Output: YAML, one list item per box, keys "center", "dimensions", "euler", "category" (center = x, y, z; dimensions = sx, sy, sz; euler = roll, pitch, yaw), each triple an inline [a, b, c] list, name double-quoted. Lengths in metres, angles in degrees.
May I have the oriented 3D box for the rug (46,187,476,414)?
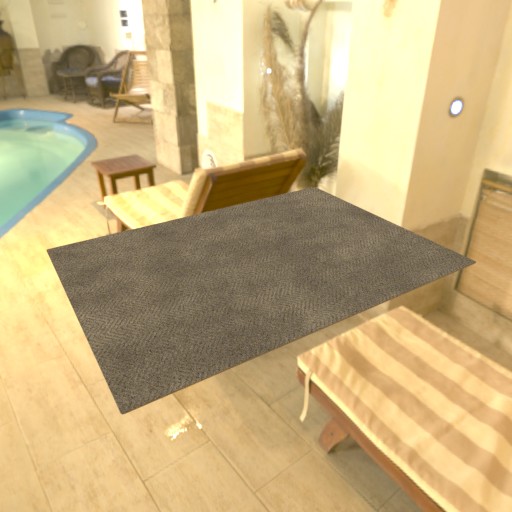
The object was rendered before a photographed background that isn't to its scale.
- center: [0.000, 0.000, 2.826]
  dimensions: [2.235, 0.008, 1.600]
  euler: [-17, 33, -28]
  category: "rug"
